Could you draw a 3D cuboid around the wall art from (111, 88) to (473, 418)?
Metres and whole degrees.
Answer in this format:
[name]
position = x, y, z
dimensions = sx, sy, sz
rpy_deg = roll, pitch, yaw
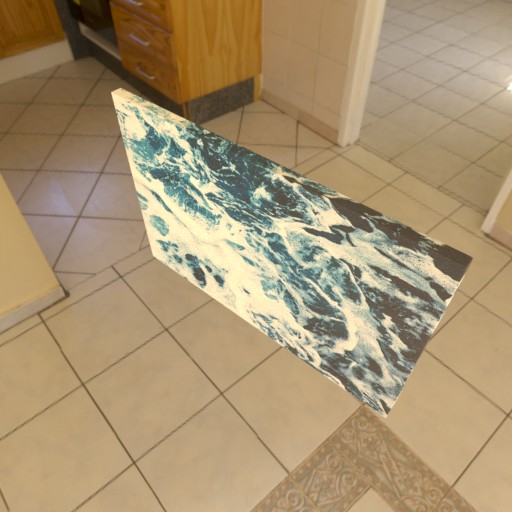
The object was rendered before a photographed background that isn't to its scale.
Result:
[wall art]
position = 0.000, 0.000, 1.913
dimensions = 1.524, 1.017, 0.055
rpy_deg = 31, 55, 25
